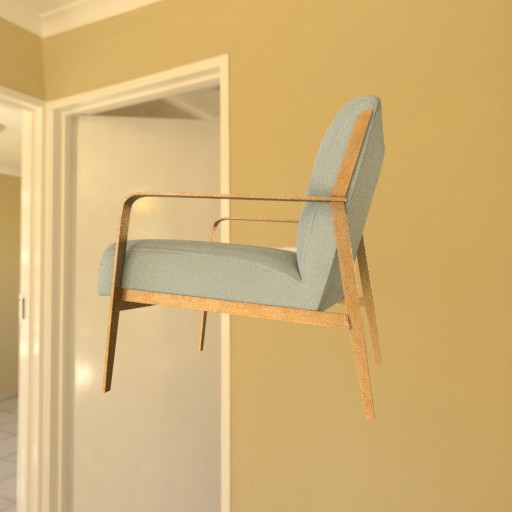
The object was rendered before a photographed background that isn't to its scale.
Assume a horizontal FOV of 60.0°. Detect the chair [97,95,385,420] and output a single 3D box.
[{"bbox_3d":[0.000,0.000,1.514,0.842,0.824,0.701,0,-1,17],"label":"chair"}]
